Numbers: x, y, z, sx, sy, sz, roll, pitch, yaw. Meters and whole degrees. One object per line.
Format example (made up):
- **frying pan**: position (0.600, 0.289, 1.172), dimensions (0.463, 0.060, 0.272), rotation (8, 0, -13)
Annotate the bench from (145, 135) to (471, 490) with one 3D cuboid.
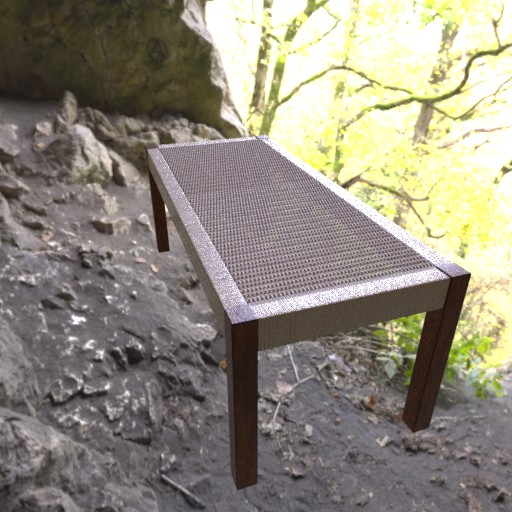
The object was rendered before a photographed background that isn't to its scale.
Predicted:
- **bench**: position (0.000, 0.000, 1.428), dimensions (0.507, 0.457, 1.198), rotation (-10, 31, -17)
